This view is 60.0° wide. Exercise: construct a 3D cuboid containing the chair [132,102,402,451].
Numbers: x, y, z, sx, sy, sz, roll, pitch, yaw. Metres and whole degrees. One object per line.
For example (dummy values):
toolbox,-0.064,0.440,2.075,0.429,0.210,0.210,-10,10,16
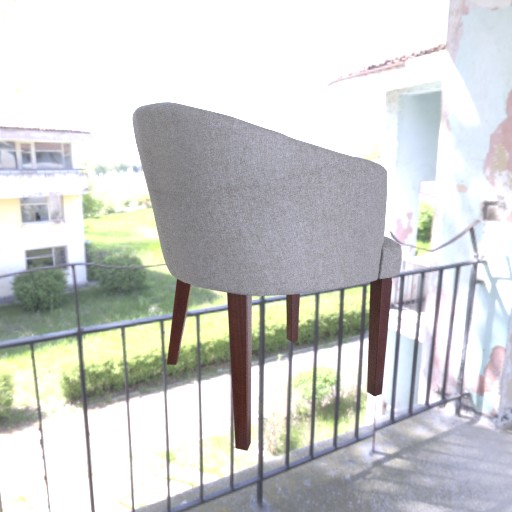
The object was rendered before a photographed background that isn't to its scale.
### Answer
chair,0.000,0.000,1.296,0.655,0.811,0.583,-7,14,-28
